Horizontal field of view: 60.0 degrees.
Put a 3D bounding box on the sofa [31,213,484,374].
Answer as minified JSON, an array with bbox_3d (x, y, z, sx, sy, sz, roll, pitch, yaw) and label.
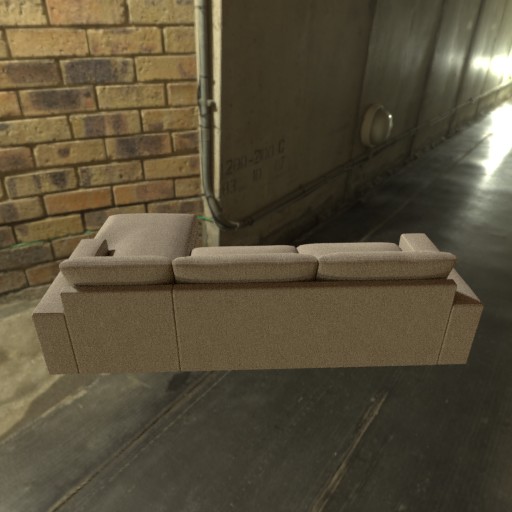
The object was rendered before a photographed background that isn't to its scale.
[{"bbox_3d":[0.000,0.000,3.425,2.718,0.813,1.689,-1,29,-2],"label":"sofa"}]
